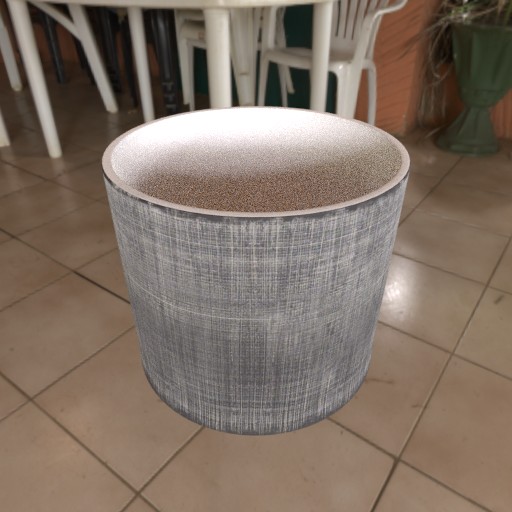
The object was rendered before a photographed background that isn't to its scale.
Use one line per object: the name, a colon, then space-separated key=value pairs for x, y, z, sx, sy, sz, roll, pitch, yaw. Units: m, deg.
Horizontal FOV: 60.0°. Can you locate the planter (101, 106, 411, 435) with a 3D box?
planter: x=0.000 y=0.000 z=0.308 sx=0.178 sy=0.157 sz=0.178 roll=0 pitch=33 yaw=0
